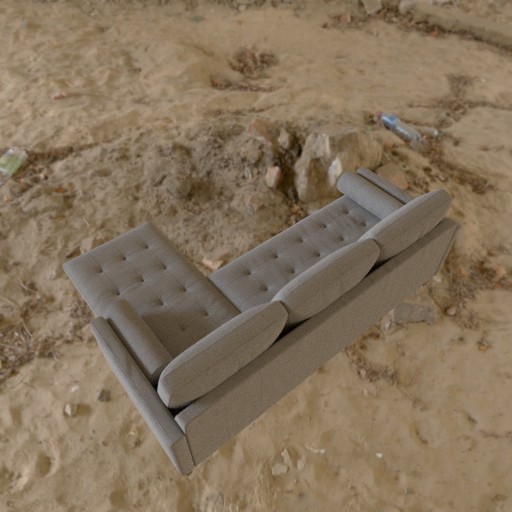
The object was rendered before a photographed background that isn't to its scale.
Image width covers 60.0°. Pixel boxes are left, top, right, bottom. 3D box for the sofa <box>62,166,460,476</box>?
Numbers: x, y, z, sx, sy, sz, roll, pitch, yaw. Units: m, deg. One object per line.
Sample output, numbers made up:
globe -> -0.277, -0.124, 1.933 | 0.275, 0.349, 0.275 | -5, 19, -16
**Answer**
sofa -> 0.000, 0.000, 2.881 | 2.178, 0.875, 1.506 | -31, 55, -25
